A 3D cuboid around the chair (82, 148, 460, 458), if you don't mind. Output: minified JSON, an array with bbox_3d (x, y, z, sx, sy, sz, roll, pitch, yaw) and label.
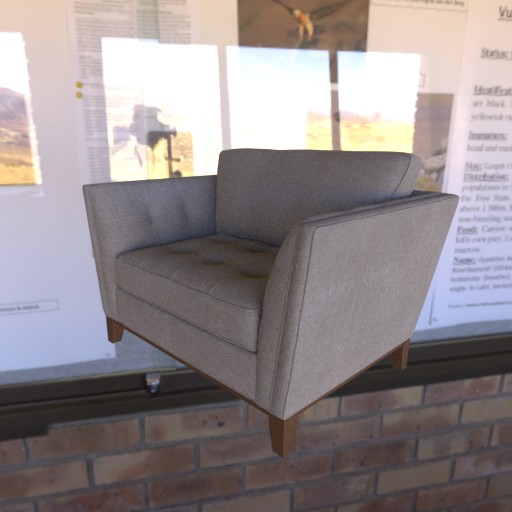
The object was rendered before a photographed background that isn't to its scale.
[{"bbox_3d":[0.000,0.000,2.029,0.965,0.942,1.396,-15,21,-43],"label":"chair"}]
